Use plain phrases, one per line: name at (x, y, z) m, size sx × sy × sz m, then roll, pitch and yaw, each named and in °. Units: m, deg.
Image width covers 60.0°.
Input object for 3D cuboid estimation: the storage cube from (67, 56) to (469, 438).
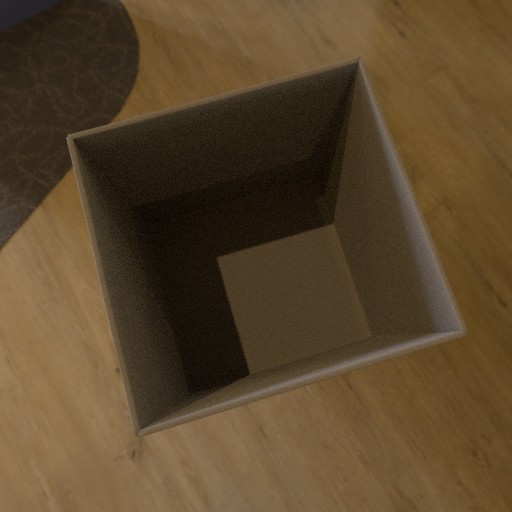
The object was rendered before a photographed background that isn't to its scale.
storage cube at (0.000, 0.000, 0.495) m, size 0.270 × 0.280 × 0.270 m, roll -16°, pitch 79°, yaw -3°
